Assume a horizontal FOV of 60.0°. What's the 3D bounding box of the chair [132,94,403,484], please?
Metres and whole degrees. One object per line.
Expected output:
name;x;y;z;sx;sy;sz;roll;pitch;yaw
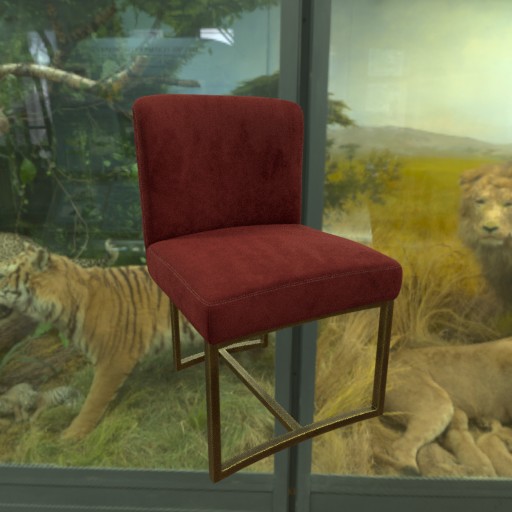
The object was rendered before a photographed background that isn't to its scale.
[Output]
chair;0.000;0.000;1.170;0.530;0.824;0.560;-9;19;-27
